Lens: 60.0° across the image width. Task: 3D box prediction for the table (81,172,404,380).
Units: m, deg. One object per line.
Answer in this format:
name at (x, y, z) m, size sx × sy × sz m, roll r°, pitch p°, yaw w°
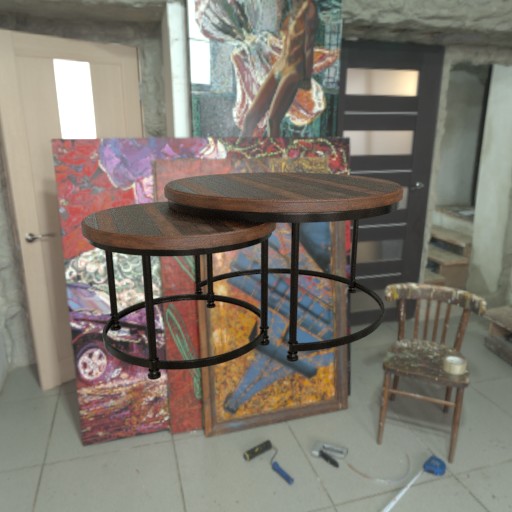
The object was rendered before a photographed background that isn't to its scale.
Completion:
table at (0.000, 0.000, 1.637) m, size 0.870 × 0.516 × 1.152 m, roll 15°, pitch 21°, yaw 42°
